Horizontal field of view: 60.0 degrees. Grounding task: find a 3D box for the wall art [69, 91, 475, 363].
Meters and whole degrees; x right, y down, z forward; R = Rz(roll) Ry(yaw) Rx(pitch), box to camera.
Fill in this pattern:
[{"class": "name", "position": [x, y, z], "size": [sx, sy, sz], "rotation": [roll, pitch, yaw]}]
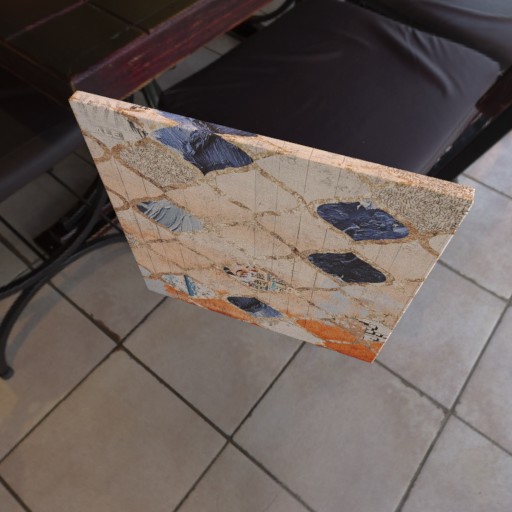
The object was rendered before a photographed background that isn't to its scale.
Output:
[{"class": "wall art", "position": [0.000, 0.000, 1.331], "size": [0.912, 0.914, 0.039], "rotation": [17, 58, 11]}]
